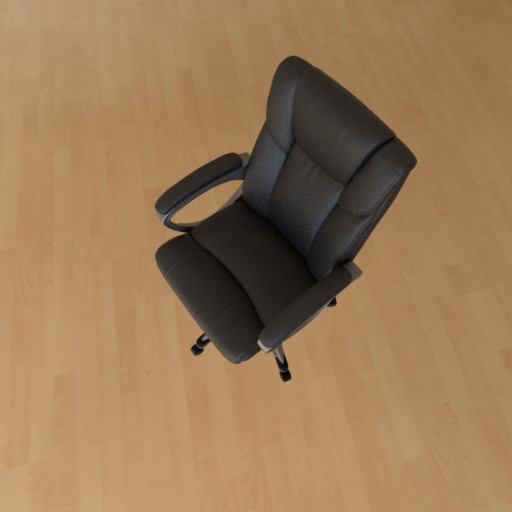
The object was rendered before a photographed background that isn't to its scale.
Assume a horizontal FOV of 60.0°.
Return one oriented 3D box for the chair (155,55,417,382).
[{"bbox_3d":[0.000,0.000,1.600,0.719,1.130,0.721,-34,68,-15],"label":"chair"}]
